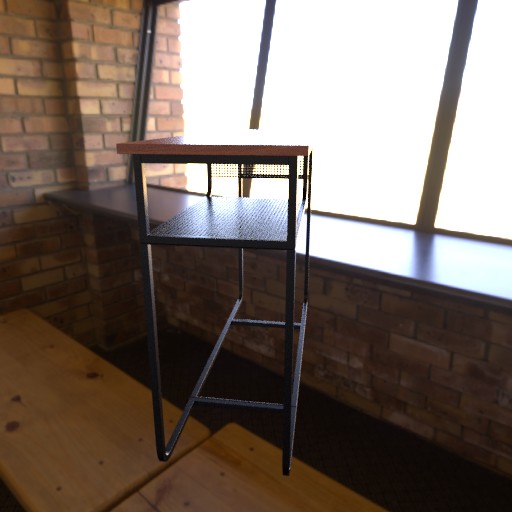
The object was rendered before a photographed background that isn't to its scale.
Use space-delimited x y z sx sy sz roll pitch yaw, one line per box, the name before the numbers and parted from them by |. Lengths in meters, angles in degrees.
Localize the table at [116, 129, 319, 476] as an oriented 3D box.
table | 0.000 0.000 1.414 0.350 0.750 1.100 3 17 8
